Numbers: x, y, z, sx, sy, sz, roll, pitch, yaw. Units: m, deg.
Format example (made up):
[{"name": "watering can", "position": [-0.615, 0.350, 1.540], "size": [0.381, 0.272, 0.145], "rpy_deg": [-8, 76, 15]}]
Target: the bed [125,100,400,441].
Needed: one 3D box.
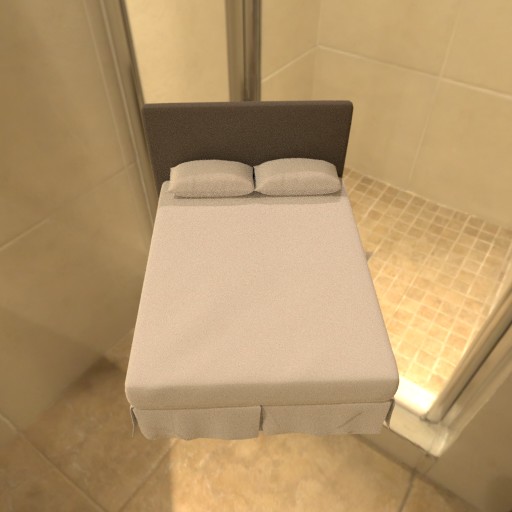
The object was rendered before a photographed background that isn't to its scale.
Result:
[{"name": "bed", "position": [0.000, 0.000, 3.199], "size": [1.723, 1.330, 2.142], "rpy_deg": [-1, 46, -1]}]
